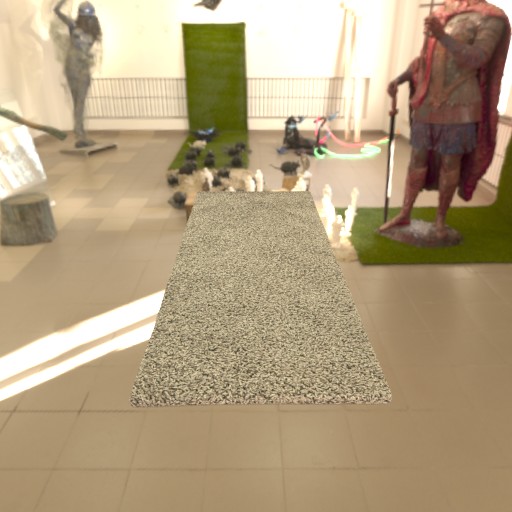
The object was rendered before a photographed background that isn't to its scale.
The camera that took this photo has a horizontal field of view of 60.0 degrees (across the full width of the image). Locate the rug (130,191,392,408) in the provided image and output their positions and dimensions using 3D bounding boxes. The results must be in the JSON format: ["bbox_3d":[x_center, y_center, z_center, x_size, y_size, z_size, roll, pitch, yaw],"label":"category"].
[{"bbox_3d":[0.000,0.000,1.700,0.609,0.030,1.524,0,26,-1],"label":"rug"}]
